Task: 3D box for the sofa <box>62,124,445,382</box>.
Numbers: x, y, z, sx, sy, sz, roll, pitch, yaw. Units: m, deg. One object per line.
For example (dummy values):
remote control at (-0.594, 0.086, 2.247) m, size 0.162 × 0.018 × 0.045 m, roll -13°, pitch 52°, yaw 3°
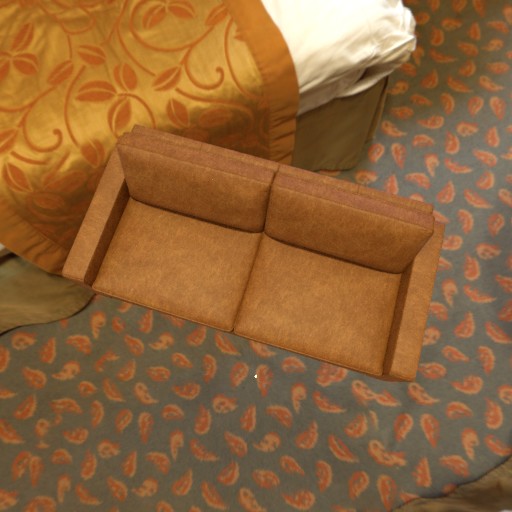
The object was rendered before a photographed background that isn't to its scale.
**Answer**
sofa at (0.000, 0.000, 2.755) m, size 2.156 × 0.928 × 0.991 m, roll 16°, pitch 75°, yaw 4°
